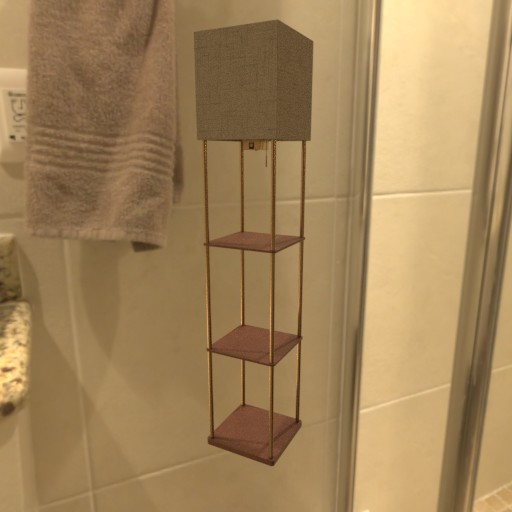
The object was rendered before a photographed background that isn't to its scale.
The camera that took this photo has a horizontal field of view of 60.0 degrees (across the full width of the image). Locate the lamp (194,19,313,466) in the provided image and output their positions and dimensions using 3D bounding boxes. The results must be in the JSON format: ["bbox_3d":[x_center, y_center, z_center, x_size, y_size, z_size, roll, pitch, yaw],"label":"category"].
[{"bbox_3d":[0.000,0.000,1.722,0.310,1.569,0.308,7,15,27],"label":"lamp"}]
